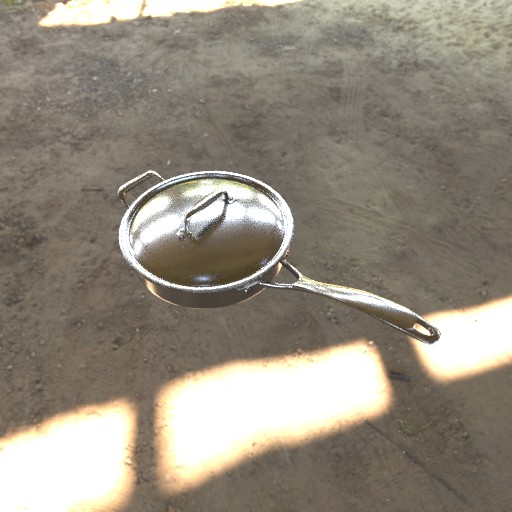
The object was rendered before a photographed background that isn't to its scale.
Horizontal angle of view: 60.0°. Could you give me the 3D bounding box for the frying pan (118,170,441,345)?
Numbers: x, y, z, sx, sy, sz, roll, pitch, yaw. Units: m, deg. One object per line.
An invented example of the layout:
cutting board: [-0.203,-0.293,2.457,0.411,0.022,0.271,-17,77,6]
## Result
frying pan: [0.000,0.000,0.679,0.561,0.114,0.280,31,54,25]
